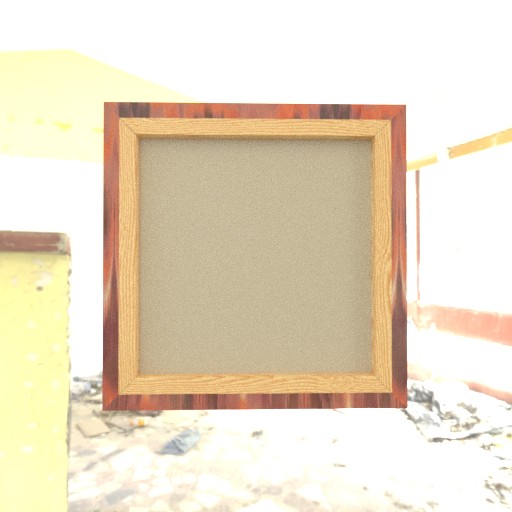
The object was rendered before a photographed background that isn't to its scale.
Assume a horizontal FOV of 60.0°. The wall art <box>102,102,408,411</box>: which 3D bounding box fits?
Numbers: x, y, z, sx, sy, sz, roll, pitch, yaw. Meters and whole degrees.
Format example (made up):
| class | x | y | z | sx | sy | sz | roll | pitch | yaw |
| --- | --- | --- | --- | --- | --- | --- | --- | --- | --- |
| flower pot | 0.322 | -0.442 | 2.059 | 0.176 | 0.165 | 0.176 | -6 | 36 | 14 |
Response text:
| class | x | y | z | sx | sy | sz | roll | pitch | yaw |
| --- | --- | --- | --- | --- | --- | --- | --- | --- | --- |
| wall art | 0.000 | 0.000 | 0.896 | 0.603 | 0.609 | 0.037 | 0 | -1 | -1 |
